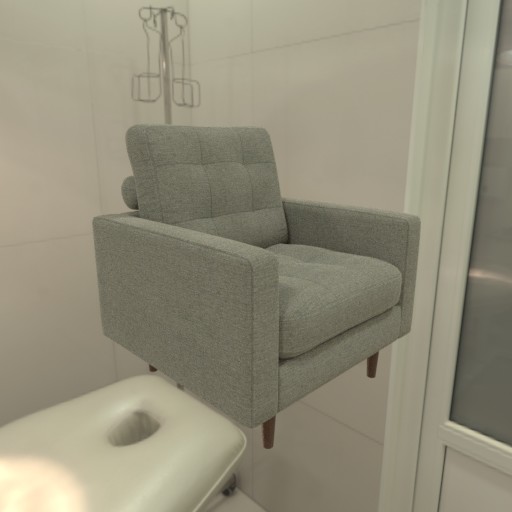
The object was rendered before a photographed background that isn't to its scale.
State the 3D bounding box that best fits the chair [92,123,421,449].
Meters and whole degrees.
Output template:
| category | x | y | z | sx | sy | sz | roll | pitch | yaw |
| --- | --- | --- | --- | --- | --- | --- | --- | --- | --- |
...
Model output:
| category | x | y | z | sx | sy | sz | roll | pitch | yaw |
| --- | --- | --- | --- | --- | --- | --- | --- | --- | --- |
| chair | 0.000 | 0.000 | 1.534 | 0.821 | 0.880 | 0.843 | -14 | 20 | -43 |
